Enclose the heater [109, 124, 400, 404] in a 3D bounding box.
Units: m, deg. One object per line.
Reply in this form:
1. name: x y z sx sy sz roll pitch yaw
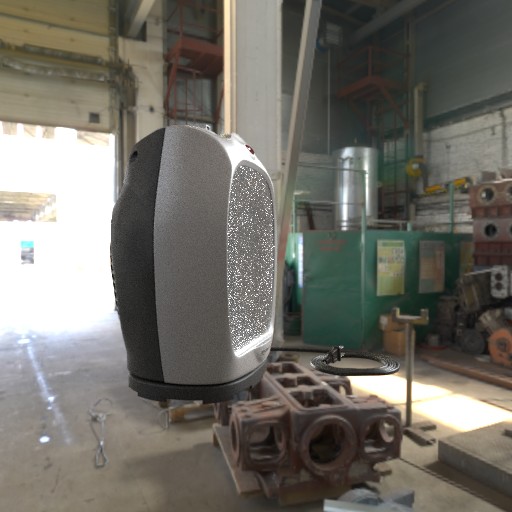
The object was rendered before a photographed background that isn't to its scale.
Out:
1. heater: 0.000 0.000 0.469 0.291 0.255 0.239 0 1 18
